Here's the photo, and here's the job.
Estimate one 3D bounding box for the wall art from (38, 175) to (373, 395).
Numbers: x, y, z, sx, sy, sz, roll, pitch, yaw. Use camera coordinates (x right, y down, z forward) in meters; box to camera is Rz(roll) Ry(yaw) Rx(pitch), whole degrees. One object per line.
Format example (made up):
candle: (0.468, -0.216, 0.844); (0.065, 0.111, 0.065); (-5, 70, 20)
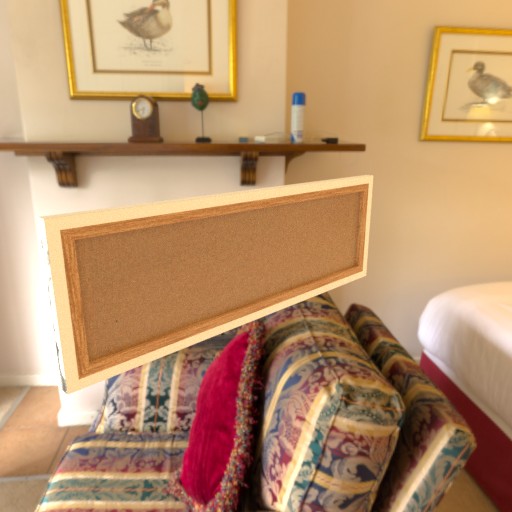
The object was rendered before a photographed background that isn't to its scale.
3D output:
wall art: (0.000, 0.000, 1.705); (1.520, 0.507, 0.044); (-15, 22, -42)
